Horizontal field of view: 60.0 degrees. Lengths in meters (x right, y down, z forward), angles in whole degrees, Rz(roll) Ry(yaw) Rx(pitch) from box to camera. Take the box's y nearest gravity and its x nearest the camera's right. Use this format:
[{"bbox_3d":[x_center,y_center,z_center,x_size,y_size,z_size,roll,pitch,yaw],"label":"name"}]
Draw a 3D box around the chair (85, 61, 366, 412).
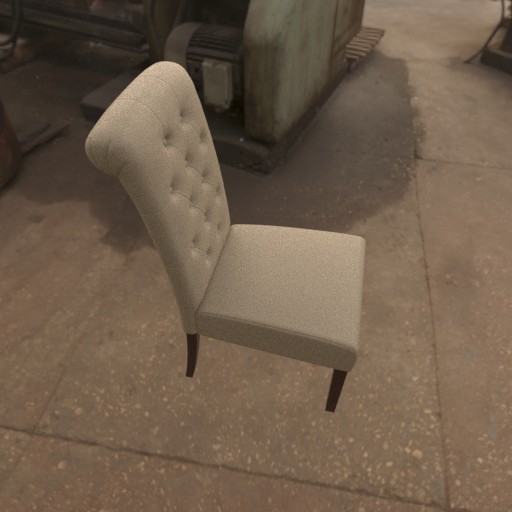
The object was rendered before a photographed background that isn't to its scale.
[{"bbox_3d":[0.000,0.000,1.349,0.671,1.006,0.456,9,47,9],"label":"chair"}]
